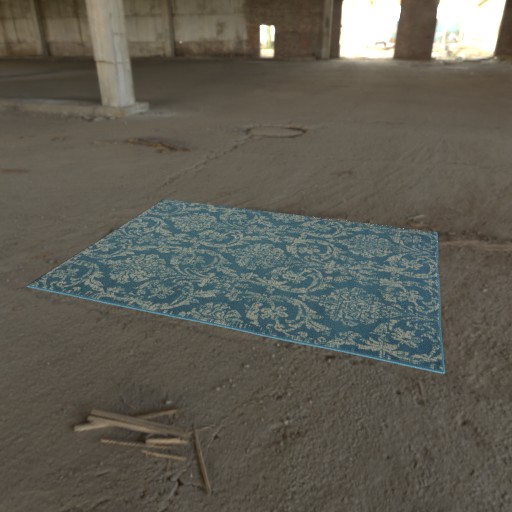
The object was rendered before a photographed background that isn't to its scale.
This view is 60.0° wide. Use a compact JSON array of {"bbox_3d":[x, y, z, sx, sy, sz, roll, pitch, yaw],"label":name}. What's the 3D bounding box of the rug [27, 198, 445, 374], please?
[{"bbox_3d":[0.000,0.000,2.831,2.205,0.012,1.554,9,28,17],"label":"rug"}]
